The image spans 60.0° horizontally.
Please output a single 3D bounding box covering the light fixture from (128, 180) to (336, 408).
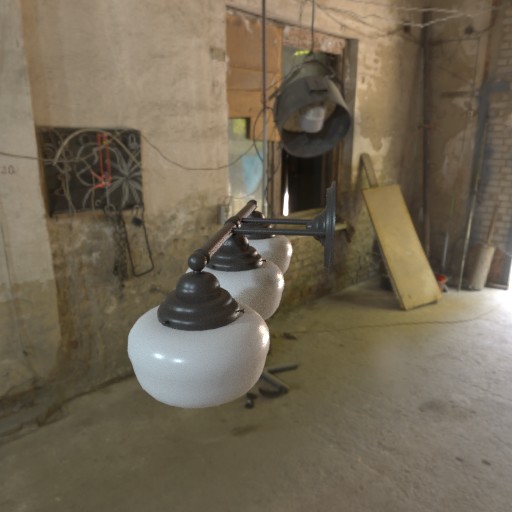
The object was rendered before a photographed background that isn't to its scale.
[{"bbox_3d":[0.000,0.000,0.707,0.239,0.242,0.587,2,16,8],"label":"light fixture"}]
